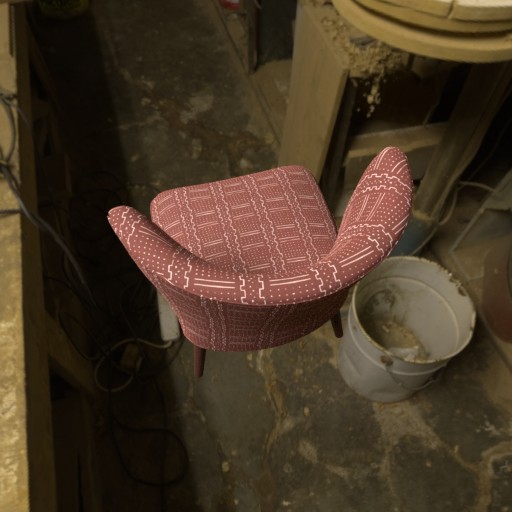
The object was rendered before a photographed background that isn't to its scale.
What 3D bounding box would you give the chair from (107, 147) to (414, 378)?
[{"bbox_3d":[0.000,0.000,1.376,0.706,0.866,0.758,-14,58,-9],"label":"chair"}]
